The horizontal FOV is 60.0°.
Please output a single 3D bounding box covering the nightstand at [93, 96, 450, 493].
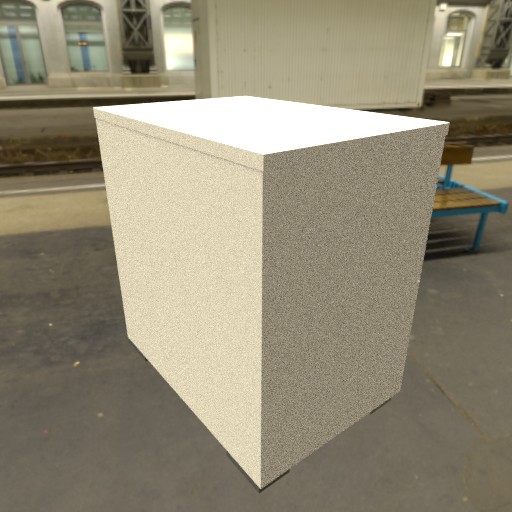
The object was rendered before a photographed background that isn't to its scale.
[{"bbox_3d":[0.000,0.000,0.747,0.325,0.460,0.441,-18,31,-34],"label":"nightstand"}]
